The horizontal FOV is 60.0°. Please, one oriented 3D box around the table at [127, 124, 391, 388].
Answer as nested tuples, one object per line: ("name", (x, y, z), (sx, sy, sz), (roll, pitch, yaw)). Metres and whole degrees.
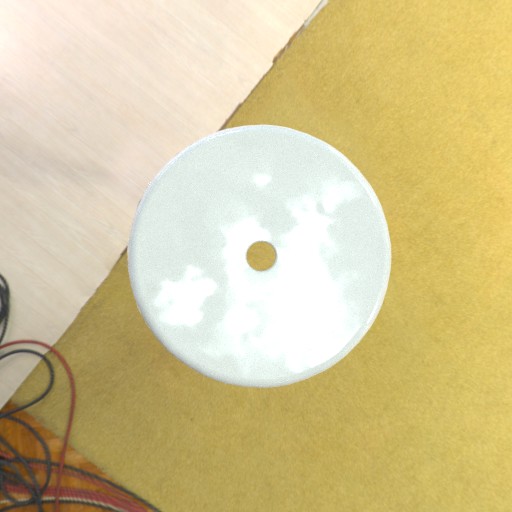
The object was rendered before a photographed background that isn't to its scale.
("table", (0.000, 0.000, 0.627), (0.325, 0.388, 0.325), (0, 90, -2))
